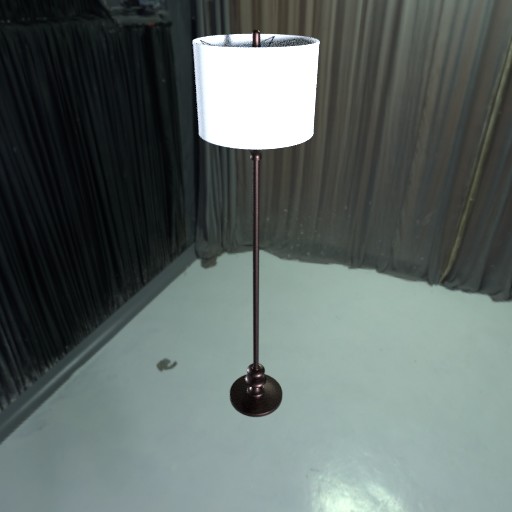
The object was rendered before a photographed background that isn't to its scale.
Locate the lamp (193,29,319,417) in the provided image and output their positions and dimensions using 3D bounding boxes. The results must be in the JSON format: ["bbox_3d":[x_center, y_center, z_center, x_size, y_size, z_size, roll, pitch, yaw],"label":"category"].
[{"bbox_3d":[0.000,0.000,1.630,0.356,1.487,0.356,10,33,16],"label":"lamp"}]
